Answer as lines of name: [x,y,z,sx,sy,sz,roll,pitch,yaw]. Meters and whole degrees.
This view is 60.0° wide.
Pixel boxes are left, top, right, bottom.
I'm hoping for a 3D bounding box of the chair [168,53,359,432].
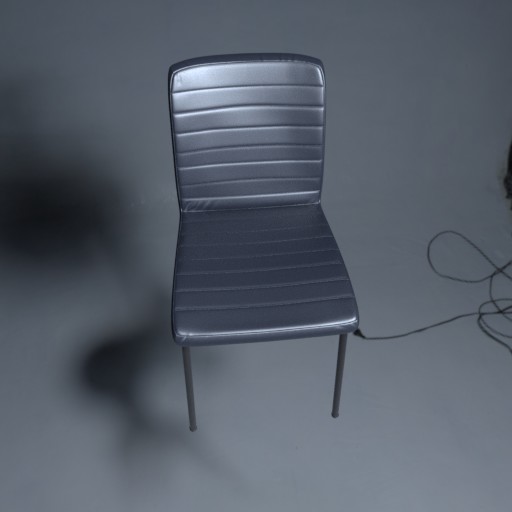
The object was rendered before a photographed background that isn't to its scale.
chair: [0.000,0.000,1.212,0.450,0.872,0.572,-4,46,-4]
